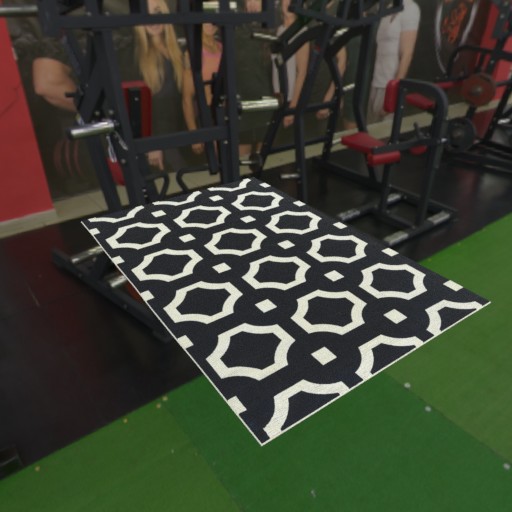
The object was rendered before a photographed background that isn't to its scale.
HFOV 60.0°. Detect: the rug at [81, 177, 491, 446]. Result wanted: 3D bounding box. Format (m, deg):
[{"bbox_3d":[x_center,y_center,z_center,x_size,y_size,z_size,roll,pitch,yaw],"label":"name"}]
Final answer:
[{"bbox_3d":[0.000,0.000,2.855,1.555,0.016,2.286,-20,36,-29],"label":"rug"}]
